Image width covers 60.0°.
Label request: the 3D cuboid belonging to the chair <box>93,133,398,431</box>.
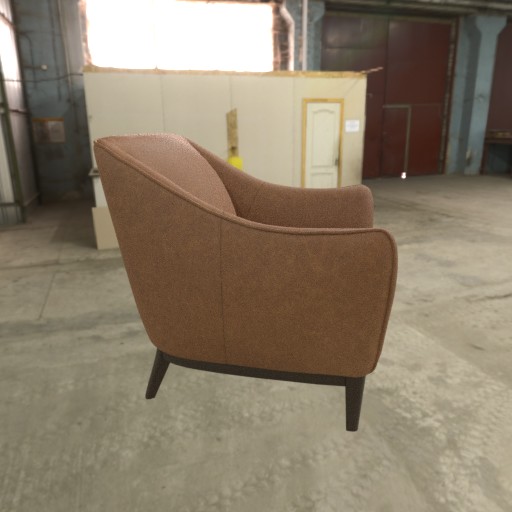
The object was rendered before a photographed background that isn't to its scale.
[{"bbox_3d":[0.000,0.000,1.563,0.852,0.830,0.871,3,17,10],"label":"chair"}]
